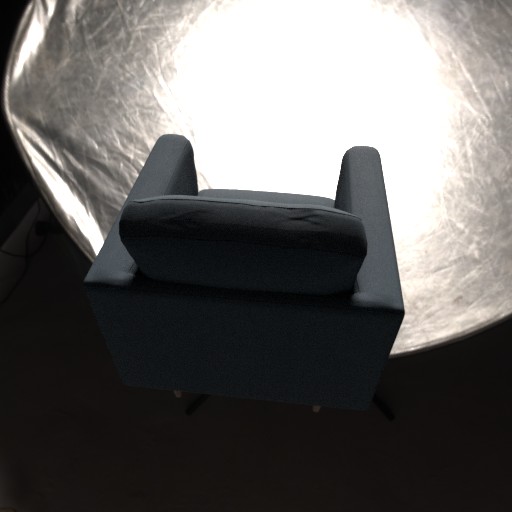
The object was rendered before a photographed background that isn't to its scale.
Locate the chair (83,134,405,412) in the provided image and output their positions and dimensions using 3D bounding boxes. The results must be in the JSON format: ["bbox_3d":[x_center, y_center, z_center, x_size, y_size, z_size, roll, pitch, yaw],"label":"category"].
[{"bbox_3d":[0.000,0.000,1.576,0.855,0.922,0.820,5,46,5],"label":"chair"}]
